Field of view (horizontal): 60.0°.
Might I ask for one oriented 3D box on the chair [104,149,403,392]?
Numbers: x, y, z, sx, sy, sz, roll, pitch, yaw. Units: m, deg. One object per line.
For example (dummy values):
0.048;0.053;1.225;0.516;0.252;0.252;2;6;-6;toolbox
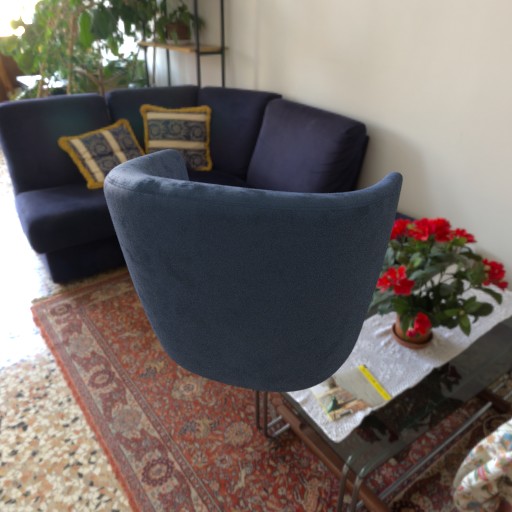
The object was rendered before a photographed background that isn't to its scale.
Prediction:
0.000;0.000;1.344;0.773;0.698;0.767;9;32;15;chair
